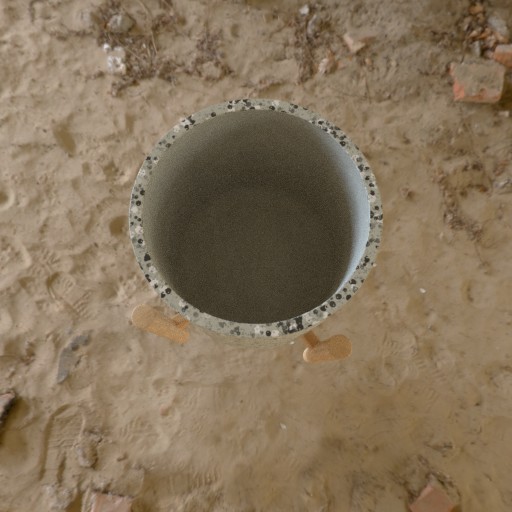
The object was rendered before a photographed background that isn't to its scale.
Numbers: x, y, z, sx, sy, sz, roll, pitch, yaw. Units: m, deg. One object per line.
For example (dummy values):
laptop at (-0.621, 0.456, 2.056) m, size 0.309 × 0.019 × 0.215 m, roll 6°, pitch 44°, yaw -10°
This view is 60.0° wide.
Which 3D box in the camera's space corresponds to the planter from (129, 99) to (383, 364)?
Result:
planter at (0.000, 0.000, 0.543) m, size 0.284 × 0.320 × 0.284 m, roll -13°, pitch 76°, yaw -3°
